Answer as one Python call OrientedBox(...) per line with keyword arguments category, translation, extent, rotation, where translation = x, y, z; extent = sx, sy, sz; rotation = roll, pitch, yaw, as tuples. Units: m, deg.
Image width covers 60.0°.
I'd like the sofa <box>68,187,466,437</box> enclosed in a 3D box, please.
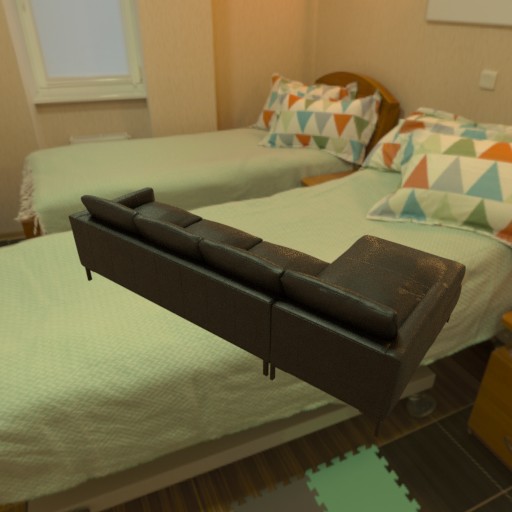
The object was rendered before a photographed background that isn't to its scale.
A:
OrientedBox(category="sofa", translation=(0.000, 0.000, 3.685), extent=(2.993, 0.859, 1.471), rotation=(21, 36, 31))
